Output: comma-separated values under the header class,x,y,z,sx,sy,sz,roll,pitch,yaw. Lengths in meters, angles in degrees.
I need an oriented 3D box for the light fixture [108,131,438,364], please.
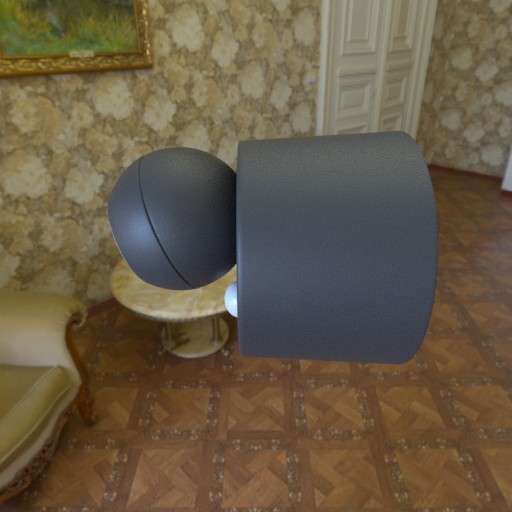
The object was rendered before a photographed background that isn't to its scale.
class,x,y,z,sx,sy,sz,roll,pitch,yaw
light fixture,0.000,0.000,0.263,0.160,0.143,0.134,0,26,-1
